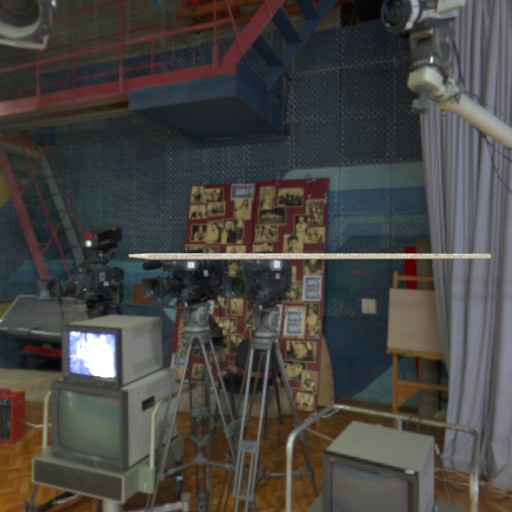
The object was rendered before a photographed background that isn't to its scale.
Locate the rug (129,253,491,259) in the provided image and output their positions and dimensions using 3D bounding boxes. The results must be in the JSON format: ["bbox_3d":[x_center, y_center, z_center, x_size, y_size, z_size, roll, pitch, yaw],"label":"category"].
[{"bbox_3d":[0.000,0.000,3.401,1.800,0.025,2.699,0,0,-18],"label":"rug"}]
